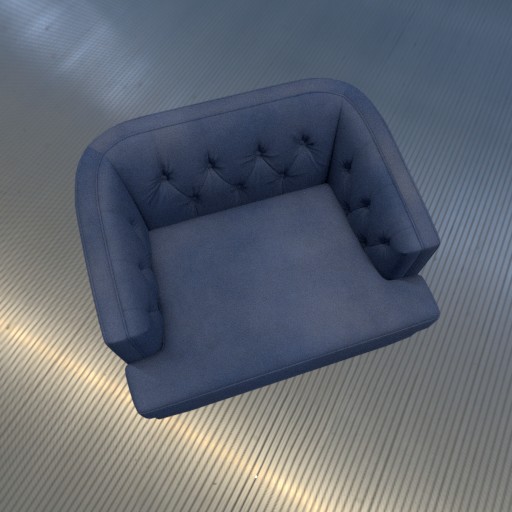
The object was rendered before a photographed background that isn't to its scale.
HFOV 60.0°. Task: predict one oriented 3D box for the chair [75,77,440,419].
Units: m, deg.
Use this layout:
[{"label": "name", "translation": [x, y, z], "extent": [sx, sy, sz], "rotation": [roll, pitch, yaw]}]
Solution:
[{"label": "chair", "translation": [0.000, 0.000, 1.723], "extent": [1.118, 0.787, 0.914], "rotation": [-16, 65, -8]}]
